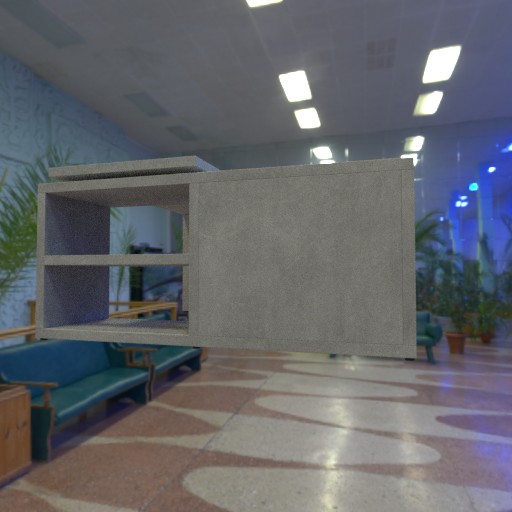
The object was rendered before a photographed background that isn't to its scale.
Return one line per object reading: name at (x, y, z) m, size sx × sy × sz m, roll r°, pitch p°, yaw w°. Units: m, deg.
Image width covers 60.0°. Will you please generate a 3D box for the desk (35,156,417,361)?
desk at (0.000, 0.000, 2.313) m, size 1.500 × 0.740 × 1.400 m, roll -1°, pitch -2°, yaw 17°
